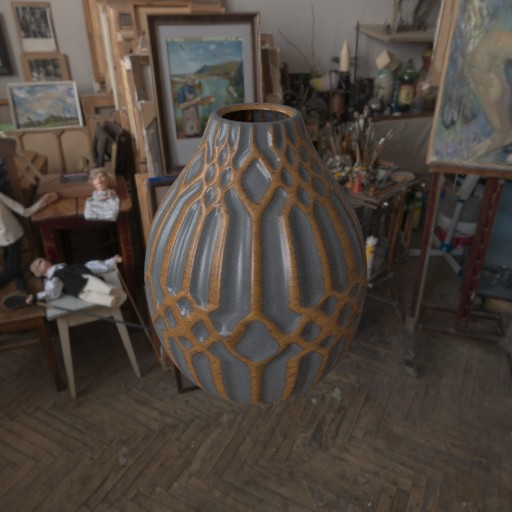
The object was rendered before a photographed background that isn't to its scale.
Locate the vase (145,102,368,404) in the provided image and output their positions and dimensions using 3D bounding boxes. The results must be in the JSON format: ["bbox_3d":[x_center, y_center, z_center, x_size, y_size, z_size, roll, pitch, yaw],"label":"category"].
[{"bbox_3d":[0.000,0.000,0.138,0.069,0.088,0.069,0,31,0],"label":"vase"}]
